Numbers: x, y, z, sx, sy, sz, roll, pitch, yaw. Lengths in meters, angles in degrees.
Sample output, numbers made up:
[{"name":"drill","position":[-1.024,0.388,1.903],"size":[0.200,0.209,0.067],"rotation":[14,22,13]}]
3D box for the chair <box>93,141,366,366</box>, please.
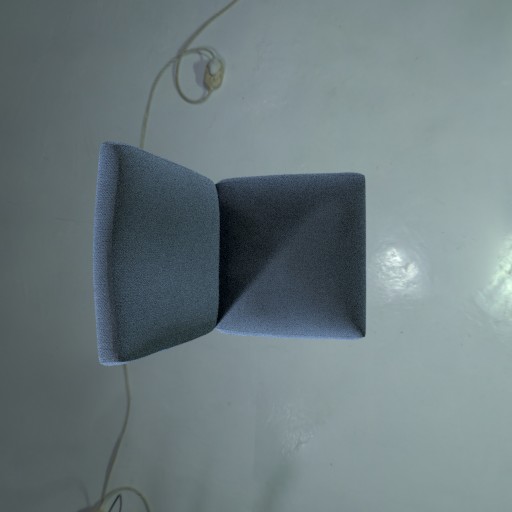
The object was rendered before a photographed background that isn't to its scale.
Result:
[{"name":"chair","position":[0.000,0.000,1.277],"size":[0.629,0.882,0.487],"rotation":[0,89,1]}]
